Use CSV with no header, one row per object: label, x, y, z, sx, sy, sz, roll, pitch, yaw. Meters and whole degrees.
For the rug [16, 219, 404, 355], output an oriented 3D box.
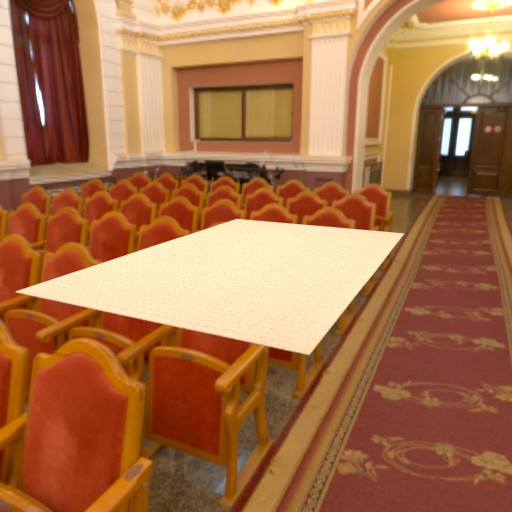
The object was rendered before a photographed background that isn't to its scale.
rug,0.000,0.000,2.858,1.523,0.006,2.289,7,16,25
